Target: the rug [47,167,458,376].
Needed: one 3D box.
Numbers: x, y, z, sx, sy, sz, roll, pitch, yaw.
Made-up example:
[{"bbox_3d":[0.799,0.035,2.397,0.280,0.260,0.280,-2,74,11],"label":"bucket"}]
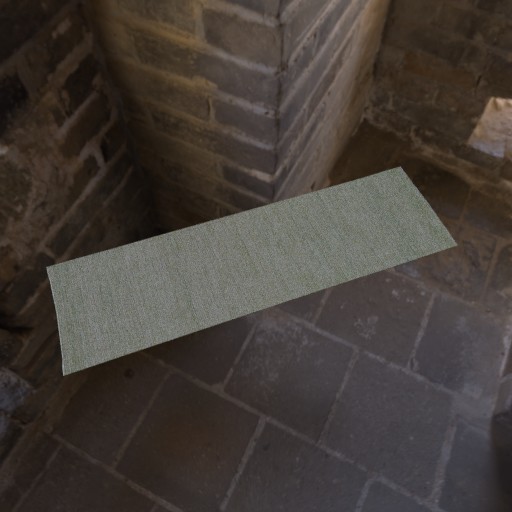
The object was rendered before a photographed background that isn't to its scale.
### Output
[{"bbox_3d":[0.000,0.000,2.616,2.340,0.013,0.686,-17,59,-11],"label":"rug"}]
